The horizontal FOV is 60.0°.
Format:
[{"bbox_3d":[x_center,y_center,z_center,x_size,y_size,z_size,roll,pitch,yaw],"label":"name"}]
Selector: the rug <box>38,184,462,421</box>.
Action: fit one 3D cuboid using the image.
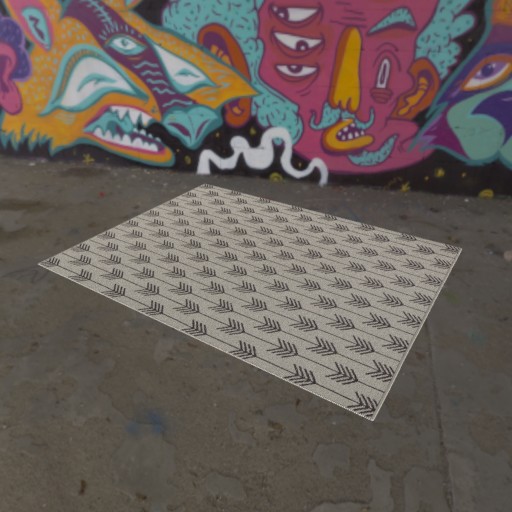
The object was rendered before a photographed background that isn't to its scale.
[{"bbox_3d":[0.000,0.000,4.004,3.061,0.010,2.330,18,35,28],"label":"rug"}]
